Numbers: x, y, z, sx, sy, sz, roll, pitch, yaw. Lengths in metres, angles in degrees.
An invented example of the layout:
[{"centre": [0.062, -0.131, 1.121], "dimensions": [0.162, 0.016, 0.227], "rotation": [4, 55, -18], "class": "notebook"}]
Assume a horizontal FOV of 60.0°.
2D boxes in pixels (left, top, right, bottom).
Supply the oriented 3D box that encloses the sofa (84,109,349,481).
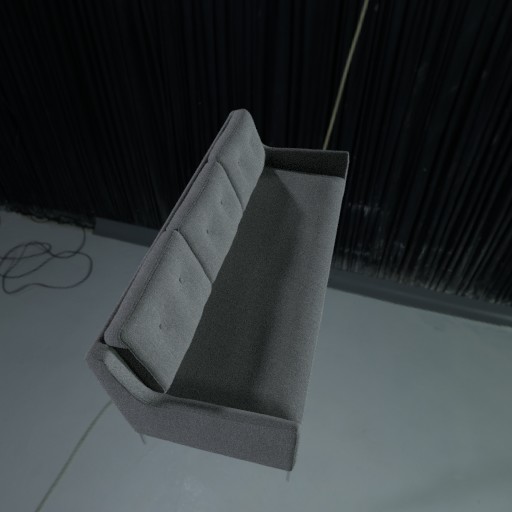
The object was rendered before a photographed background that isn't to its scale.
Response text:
[{"centre": [0.000, 0.000, 2.528], "dimensions": [0.849, 0.837, 2.060], "rotation": [10, 46, 10], "class": "sofa"}]
